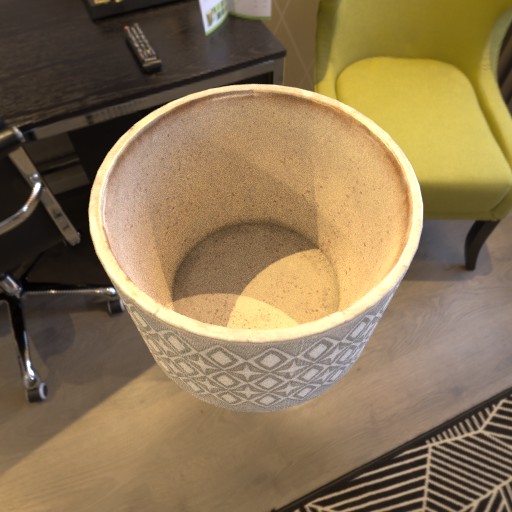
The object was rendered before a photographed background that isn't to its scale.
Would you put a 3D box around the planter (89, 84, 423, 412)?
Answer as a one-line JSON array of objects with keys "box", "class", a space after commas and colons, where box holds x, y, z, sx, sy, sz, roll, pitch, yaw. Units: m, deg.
[{"box": [0.000, 0.000, 0.311, 0.186, 0.144, 0.186, 0, 57, 0], "class": "planter"}]
